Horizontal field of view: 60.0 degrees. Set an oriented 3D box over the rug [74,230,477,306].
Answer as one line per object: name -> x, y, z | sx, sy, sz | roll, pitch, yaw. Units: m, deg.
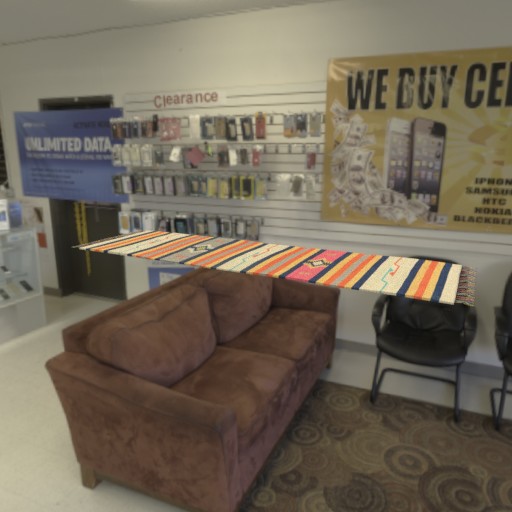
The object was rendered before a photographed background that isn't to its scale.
rug -> 0.000, 0.000, 2.736 | 2.455, 0.017, 0.695 | 7, 16, 26
